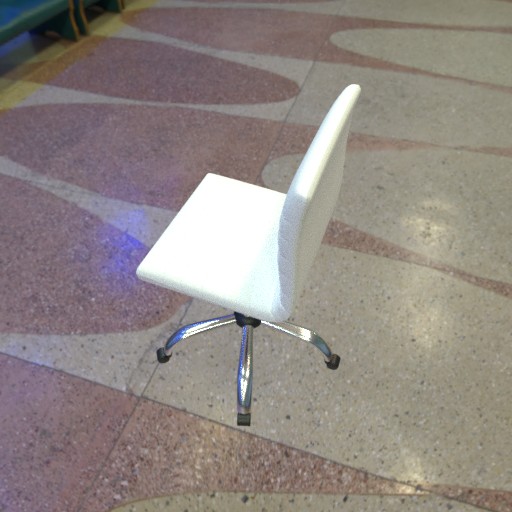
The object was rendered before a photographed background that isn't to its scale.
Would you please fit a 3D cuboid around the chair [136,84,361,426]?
[{"bbox_3d":[0.000,0.000,1.109,0.530,0.780,0.556,16,49,14],"label":"chair"}]
